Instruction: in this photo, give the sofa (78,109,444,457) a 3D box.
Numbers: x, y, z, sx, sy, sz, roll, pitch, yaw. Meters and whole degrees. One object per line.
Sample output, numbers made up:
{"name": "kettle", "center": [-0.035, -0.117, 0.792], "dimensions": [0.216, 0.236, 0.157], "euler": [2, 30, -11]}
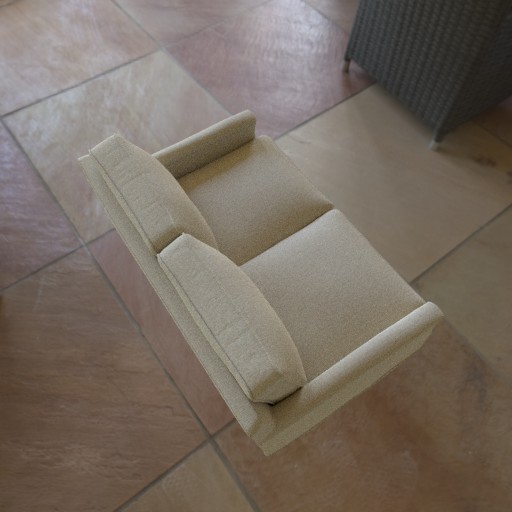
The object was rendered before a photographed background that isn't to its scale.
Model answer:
{"name": "sofa", "center": [0.000, 0.000, 2.248], "dimensions": [1.084, 1.003, 1.597], "euler": [-30, 64, -17]}
